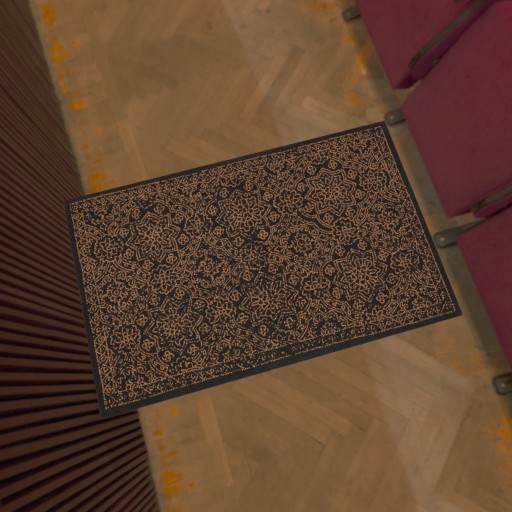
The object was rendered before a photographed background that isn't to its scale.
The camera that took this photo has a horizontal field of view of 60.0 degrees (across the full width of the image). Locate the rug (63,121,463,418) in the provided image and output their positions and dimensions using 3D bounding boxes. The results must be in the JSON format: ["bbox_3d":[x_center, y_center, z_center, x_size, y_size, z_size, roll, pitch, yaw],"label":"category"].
[{"bbox_3d":[0.000,0.000,3.065,2.441,0.015,1.526,-15,75,-4],"label":"rug"}]
